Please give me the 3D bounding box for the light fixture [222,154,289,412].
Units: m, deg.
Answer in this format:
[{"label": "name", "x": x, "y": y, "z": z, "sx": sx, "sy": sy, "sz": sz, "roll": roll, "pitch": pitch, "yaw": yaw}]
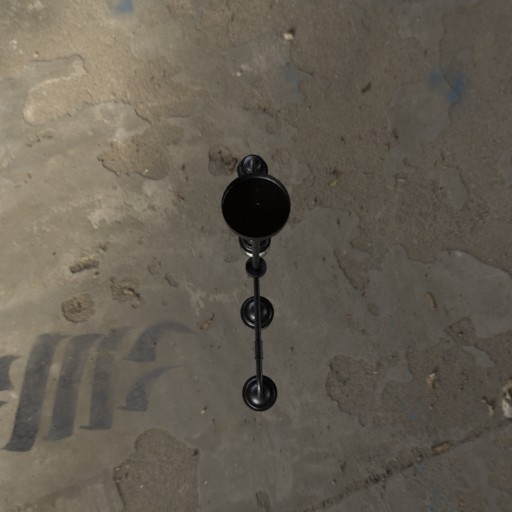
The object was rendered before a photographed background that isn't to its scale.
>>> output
[{"label": "light fixture", "x": 0.000, "y": 0.000, "z": 1.213, "sx": 0.131, "sy": 0.785, "sz": 0.852, "roll": -2, "pitch": 76, "yaw": 0}]
